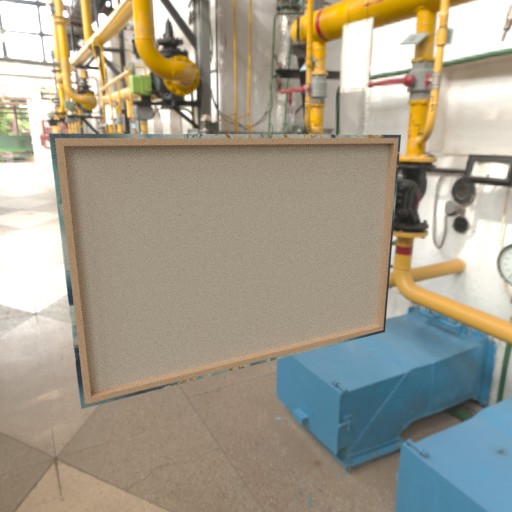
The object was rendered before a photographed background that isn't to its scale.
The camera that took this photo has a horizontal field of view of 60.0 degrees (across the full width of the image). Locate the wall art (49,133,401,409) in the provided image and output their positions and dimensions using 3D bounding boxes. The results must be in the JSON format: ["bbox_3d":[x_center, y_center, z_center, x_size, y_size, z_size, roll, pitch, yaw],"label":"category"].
[{"bbox_3d":[0.000,0.000,1.434,1.138,0.759,0.035,-8,17,-26],"label":"wall art"}]
